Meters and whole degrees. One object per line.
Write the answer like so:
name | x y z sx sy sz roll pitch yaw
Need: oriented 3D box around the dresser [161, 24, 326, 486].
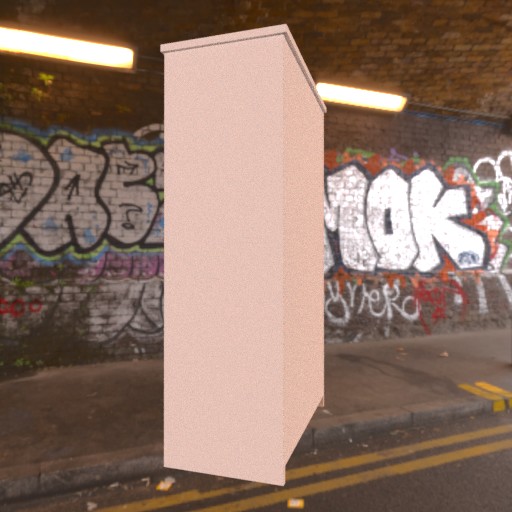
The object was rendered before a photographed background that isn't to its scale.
dresser | 0.000 0.000 1.594 0.399 1.255 0.704 0 0 18
